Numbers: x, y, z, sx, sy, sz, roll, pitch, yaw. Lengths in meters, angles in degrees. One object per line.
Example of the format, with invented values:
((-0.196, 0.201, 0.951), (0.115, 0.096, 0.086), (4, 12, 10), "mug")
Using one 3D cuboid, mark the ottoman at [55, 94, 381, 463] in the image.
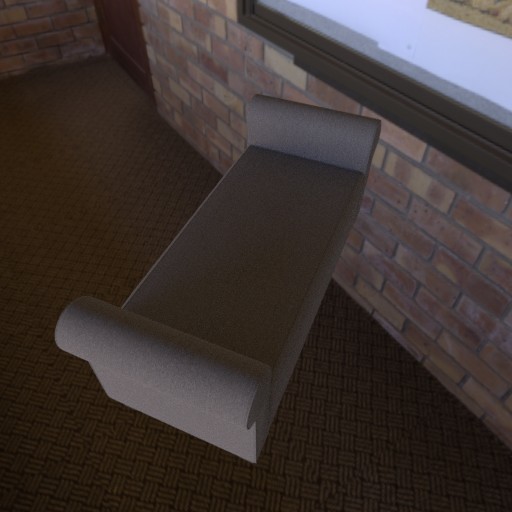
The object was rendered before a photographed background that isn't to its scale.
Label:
((0.000, 0.000, 1.536), (0.521, 0.547, 1.256), (18, 50, 16), "ottoman")
